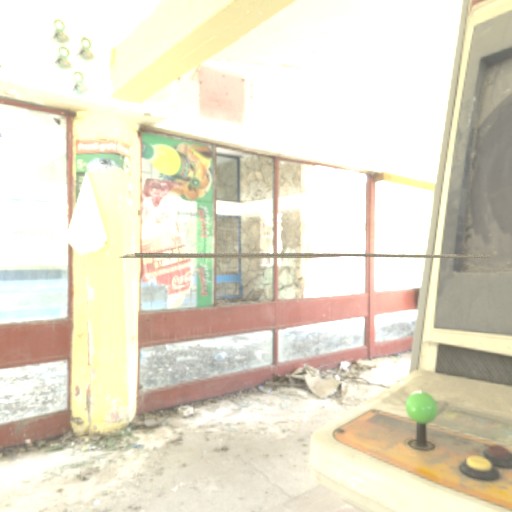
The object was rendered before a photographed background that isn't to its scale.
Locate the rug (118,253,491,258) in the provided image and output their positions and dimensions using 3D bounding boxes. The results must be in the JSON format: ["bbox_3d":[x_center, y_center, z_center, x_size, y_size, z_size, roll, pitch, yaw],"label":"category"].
[{"bbox_3d":[0.000,0.000,4.229,2.434,0.045,3.202,0,0,-19],"label":"rug"}]
